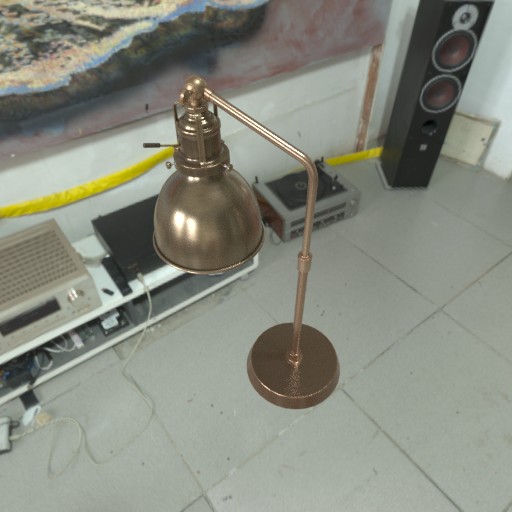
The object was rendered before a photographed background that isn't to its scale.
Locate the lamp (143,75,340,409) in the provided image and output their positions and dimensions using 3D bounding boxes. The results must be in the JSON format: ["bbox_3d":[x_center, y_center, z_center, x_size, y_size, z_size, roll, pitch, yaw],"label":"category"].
[{"bbox_3d":[0.000,0.000,0.586,0.286,0.456,0.153,17,47,16],"label":"lamp"}]
